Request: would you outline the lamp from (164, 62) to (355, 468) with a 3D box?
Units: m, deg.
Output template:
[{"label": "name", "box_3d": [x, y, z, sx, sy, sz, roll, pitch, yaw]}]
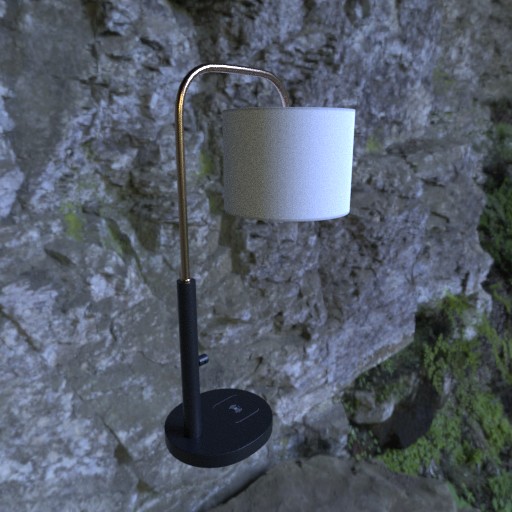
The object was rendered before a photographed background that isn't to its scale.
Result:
[{"label": "lamp", "box_3d": [0.000, 0.000, 0.685, 0.337, 0.540, 0.199, -15, 22, -43]}]
